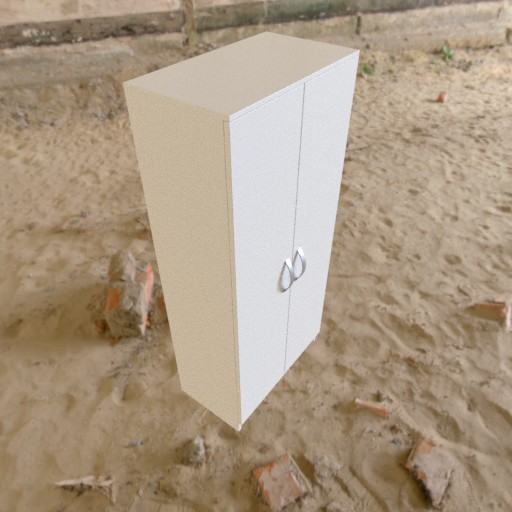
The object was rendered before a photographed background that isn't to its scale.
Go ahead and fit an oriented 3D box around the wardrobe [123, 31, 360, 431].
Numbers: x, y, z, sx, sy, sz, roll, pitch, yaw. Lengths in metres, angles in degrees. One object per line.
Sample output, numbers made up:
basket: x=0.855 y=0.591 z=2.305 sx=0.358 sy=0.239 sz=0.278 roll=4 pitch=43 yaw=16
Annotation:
wardrobe: x=0.000 y=0.000 z=2.059 sx=0.470 sy=1.700 sz=0.760 roll=26 pitch=47 yaw=27
